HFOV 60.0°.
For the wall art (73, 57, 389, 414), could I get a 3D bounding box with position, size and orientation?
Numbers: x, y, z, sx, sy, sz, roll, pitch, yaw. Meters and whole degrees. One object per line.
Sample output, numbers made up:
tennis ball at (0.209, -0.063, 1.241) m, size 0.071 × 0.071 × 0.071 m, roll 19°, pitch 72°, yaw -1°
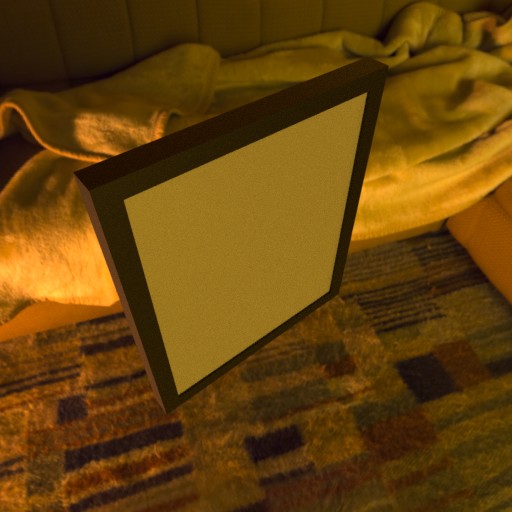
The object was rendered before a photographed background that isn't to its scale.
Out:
wall art at (0.000, 0.000, 0.535) m, size 0.330 × 0.381 × 0.029 m, roll -30°, pitch 54°, yaw -25°
